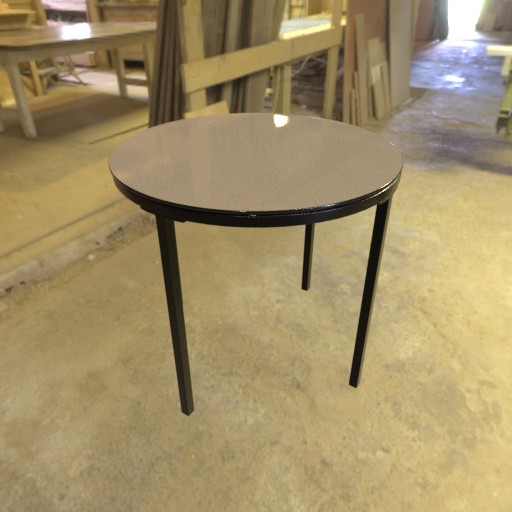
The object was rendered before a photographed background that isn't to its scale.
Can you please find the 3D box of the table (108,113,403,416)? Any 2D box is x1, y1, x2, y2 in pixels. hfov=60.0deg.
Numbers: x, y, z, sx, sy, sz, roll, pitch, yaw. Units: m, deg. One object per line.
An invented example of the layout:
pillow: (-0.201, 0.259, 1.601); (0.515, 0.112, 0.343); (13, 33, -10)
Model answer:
table: (0.000, 0.000, 0.895); (0.499, 0.443, 0.499); (0, 32, 0)
